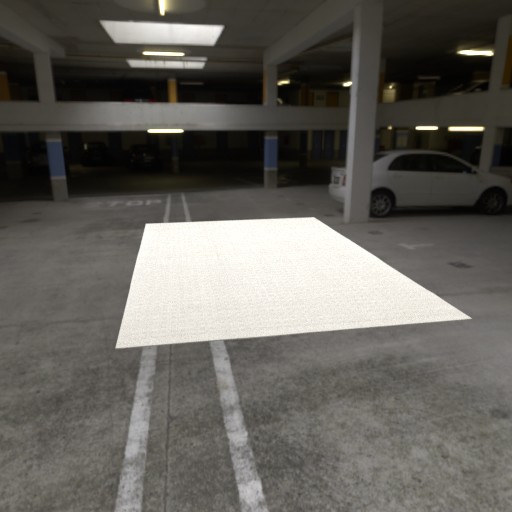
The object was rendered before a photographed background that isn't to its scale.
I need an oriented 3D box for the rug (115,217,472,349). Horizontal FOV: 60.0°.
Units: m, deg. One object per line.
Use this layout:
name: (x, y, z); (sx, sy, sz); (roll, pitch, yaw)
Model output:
rug: (0.000, 0.000, 2.902); (1.523, 0.006, 2.289); (-3, 17, -10)
